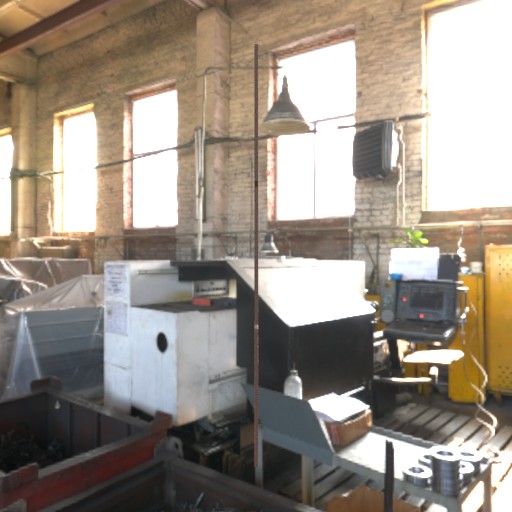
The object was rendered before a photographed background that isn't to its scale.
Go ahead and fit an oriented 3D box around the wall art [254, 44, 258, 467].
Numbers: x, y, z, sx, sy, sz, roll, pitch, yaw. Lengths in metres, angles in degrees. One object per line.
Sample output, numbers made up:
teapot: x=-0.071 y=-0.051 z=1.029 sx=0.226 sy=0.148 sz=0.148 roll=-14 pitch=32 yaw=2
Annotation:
wall art: x=0.000 y=0.000 z=2.360 sx=0.014 sy=1.525 sz=1.527 roll=0 pitch=0 yaw=0
